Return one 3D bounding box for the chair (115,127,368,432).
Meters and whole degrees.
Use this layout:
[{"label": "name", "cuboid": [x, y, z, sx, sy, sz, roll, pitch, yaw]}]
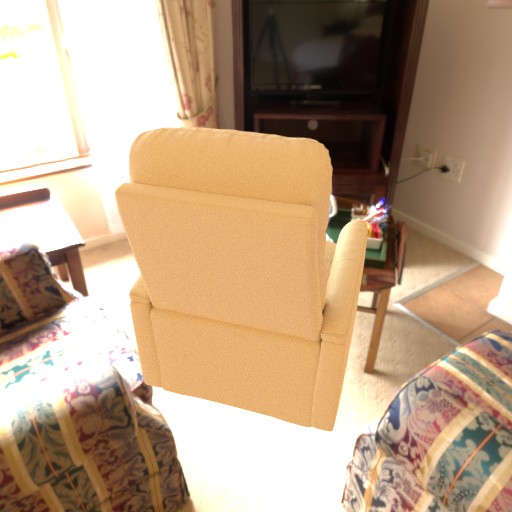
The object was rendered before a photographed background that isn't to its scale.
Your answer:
[{"label": "chair", "cuboid": [0.000, 0.000, 1.656, 0.775, 1.082, 0.831, 9, 33, 15]}]
